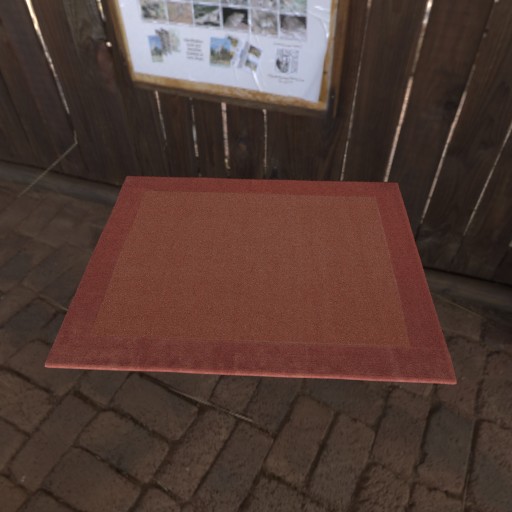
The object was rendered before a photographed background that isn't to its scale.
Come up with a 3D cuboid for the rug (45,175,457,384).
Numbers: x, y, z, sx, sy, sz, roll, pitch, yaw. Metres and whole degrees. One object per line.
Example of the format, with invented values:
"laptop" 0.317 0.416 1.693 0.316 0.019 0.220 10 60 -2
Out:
"rug" 0.000 0.000 4.023 2.976 0.018 2.430 2 45 2
